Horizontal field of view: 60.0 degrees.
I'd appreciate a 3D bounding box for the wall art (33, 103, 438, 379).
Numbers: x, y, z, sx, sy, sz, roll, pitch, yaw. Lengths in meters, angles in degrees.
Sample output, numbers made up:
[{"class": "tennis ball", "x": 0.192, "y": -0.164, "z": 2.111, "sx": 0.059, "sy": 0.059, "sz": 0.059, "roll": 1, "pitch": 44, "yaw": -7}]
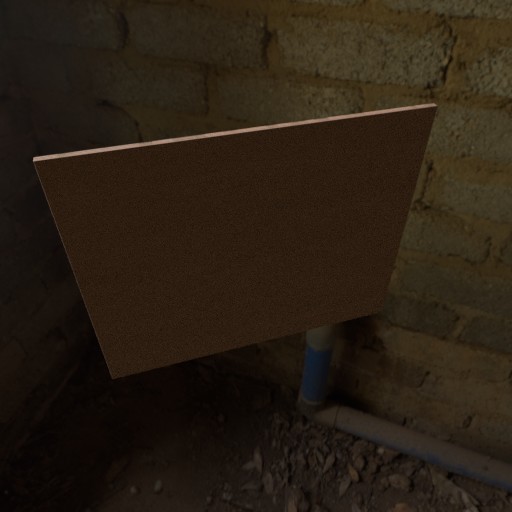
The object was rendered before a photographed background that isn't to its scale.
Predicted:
[{"class": "wall art", "x": 0.000, "y": 0.000, "z": 0.673, "sx": 0.508, "sy": 0.408, "sz": 0.010, "roll": -12, "pitch": 42, "yaw": -13}]
